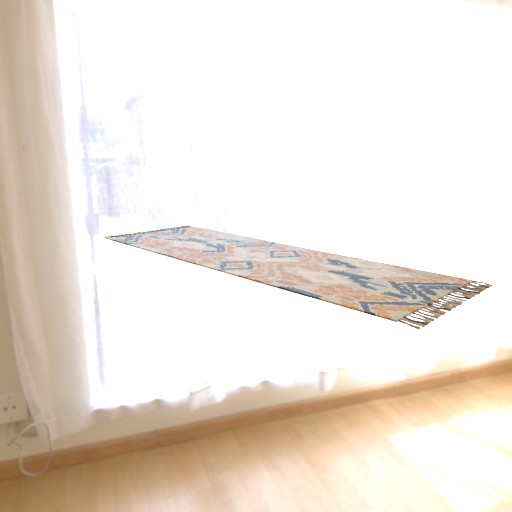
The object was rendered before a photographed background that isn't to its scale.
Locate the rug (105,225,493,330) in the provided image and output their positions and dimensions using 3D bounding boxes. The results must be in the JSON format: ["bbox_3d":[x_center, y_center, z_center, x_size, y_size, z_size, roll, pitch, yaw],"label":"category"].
[{"bbox_3d":[0.000,0.000,2.674,0.783,0.010,2.437,-13,18,-43],"label":"rug"}]
